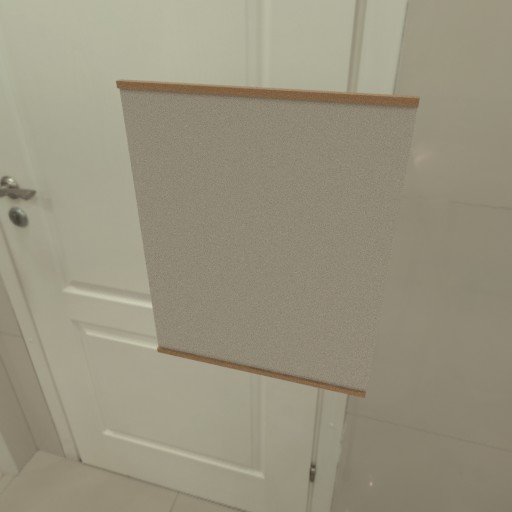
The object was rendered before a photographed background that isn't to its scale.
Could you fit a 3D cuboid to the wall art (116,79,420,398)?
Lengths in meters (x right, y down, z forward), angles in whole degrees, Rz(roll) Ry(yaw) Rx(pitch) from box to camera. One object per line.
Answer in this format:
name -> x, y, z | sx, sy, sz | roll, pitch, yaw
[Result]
wall art -> 0.000, 0.000, 0.705 | 0.405, 0.508, 0.012 | 9, 32, 14
